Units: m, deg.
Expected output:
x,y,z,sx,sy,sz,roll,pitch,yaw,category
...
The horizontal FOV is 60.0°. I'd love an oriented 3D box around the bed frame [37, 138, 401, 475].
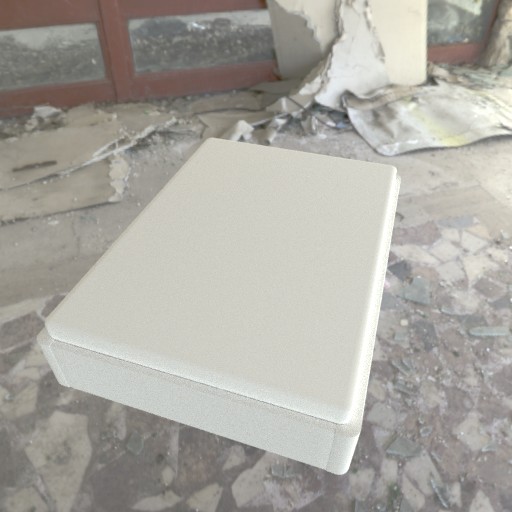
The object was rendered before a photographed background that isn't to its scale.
x,y,z,sx,sy,sz,roll,pitch,yaw,category
0.000,0.000,2.491,1.400,0.406,1.900,12,43,14,bed frame
